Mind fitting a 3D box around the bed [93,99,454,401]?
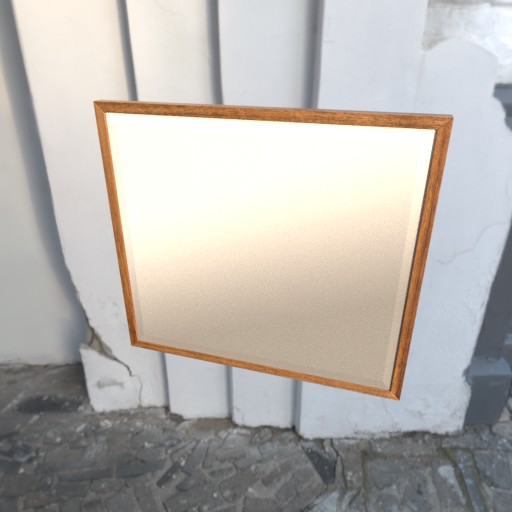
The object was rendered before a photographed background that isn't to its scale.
[{"bbox_3d":[0.000,0.000,1.463,1.041,0.940,0.043,8,27,15],"label":"bed"}]
